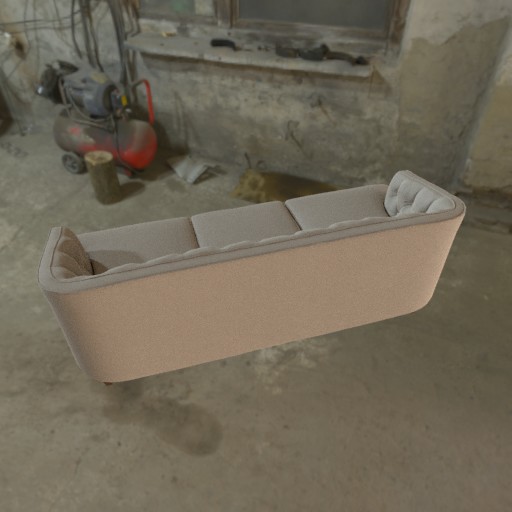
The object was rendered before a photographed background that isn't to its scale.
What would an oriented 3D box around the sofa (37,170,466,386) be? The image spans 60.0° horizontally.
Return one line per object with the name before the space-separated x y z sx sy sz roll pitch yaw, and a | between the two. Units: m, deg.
sofa | 0.000 0.000 2.699 2.278 0.855 0.941 -11 43 -12
